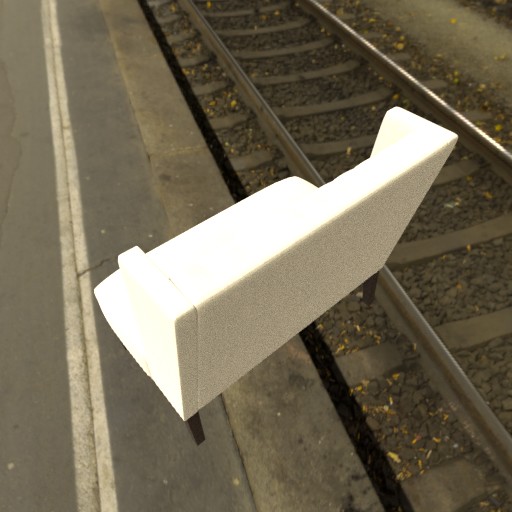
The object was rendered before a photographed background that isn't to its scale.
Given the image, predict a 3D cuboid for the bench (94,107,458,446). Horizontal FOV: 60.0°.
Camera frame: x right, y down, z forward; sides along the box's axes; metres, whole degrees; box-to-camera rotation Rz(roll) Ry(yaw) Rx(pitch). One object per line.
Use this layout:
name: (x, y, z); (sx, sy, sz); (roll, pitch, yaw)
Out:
bench: (0.000, 0.000, 1.978); (1.280, 1.123, 0.847); (-32, 55, -26)
